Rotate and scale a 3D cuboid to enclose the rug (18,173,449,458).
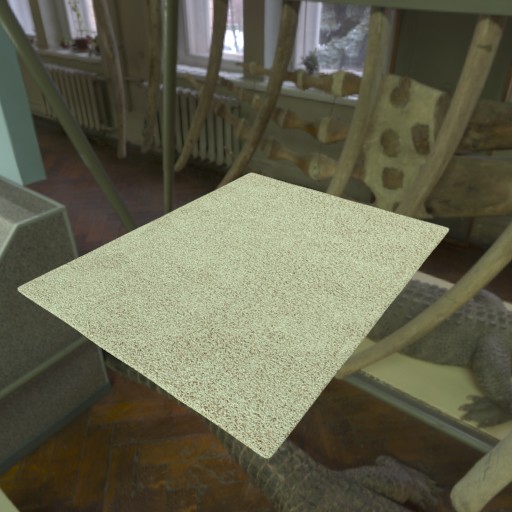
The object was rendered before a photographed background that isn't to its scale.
[{"bbox_3d":[0.000,0.000,3.902,2.438,0.029,3.047,22,38,30],"label":"rug"}]
